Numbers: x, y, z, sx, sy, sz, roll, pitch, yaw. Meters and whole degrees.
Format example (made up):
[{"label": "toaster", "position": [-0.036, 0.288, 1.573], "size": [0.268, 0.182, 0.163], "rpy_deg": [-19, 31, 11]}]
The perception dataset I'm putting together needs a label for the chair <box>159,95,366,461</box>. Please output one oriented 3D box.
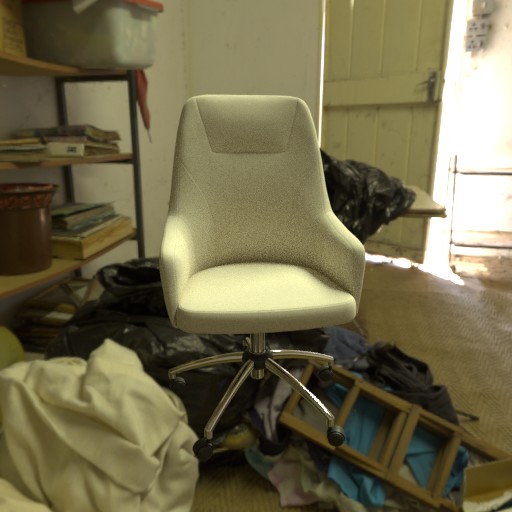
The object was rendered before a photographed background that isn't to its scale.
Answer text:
[{"label": "chair", "position": [0.000, 0.000, 1.475], "size": [0.620, 1.049, 0.640], "rpy_deg": [-2, 15, -8]}]
